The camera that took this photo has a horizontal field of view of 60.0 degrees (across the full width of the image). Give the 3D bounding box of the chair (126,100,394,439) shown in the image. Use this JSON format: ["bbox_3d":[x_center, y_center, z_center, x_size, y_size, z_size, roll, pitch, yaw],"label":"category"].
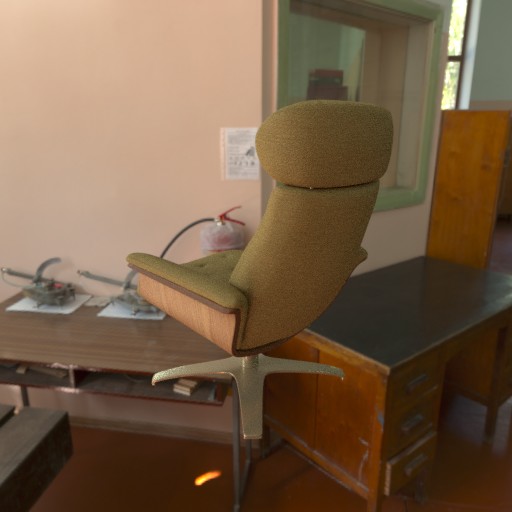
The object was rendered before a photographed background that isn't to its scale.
[{"bbox_3d":[0.000,0.000,1.552,0.837,0.995,0.785,14,21,41],"label":"chair"}]
